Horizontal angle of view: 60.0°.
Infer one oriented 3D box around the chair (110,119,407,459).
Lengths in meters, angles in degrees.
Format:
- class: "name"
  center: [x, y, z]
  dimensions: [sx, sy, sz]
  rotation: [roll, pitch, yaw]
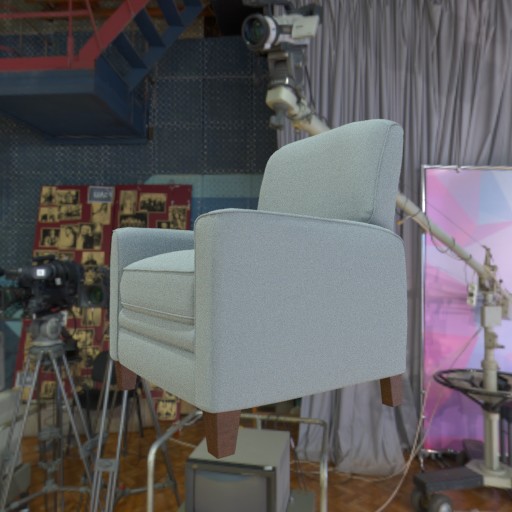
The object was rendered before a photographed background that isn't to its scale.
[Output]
- class: "chair"
  center: [0.000, 0.000, 1.614]
  dimensions: [0.846, 1.007, 0.853]
  rotation: [1, -1, -35]
